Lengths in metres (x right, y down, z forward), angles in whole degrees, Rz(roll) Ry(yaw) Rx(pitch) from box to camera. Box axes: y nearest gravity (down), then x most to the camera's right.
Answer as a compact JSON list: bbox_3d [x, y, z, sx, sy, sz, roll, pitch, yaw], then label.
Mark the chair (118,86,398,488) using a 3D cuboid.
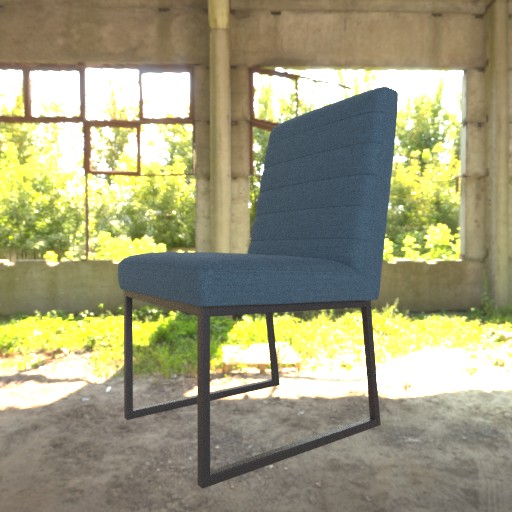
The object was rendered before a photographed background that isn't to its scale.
[{"bbox_3d":[0.000,0.000,1.249,0.634,0.930,0.520,-1,1,-36],"label":"chair"}]
